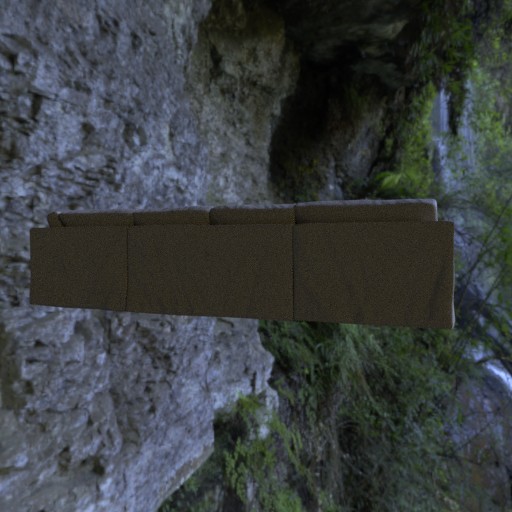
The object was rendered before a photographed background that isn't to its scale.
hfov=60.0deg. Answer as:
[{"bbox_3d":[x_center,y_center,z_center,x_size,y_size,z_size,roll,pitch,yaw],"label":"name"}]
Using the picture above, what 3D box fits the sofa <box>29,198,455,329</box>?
[{"bbox_3d":[0.000,0.000,4.524,3.528,0.878,2.476,0,1,18],"label":"sofa"}]
